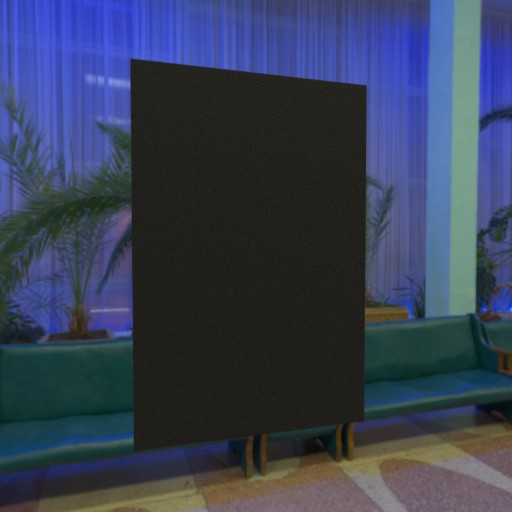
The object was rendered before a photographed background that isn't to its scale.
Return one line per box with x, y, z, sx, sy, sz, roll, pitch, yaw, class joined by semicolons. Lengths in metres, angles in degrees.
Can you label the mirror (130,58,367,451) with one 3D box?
0.000;0.000;1.137;0.613;0.914;0.039;-1;2;-17;mirror
